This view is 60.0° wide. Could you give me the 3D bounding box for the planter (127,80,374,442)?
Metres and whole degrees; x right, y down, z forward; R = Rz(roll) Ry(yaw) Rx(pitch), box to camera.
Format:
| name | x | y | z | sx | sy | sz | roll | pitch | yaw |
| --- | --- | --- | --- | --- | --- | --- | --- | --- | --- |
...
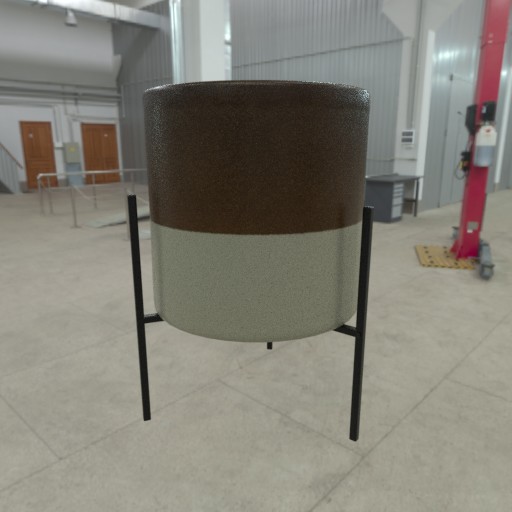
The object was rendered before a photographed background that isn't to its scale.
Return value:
| name | x | y | z | sx | sy | sz | roll | pitch | yaw |
| --- | --- | --- | --- | --- | --- | --- | --- | --- | --- |
| planter | 0.000 | 0.000 | 0.548 | 0.255 | 0.375 | 0.269 | 2 | 15 | 7 |
